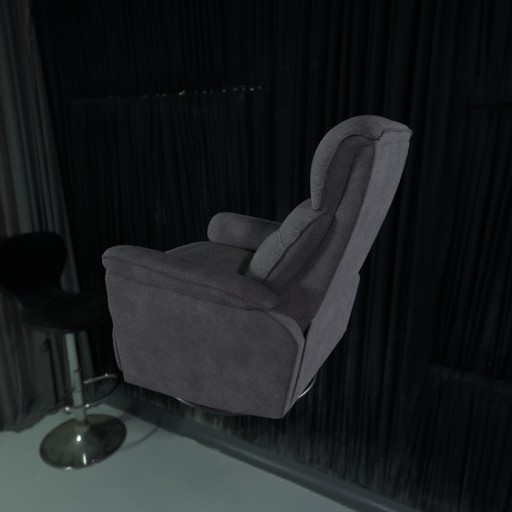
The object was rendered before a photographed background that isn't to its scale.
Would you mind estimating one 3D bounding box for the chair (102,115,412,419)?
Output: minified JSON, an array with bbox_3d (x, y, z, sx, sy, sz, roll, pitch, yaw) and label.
[{"bbox_3d":[0.000,0.000,1.729,1.009,1.035,0.830,8,18,26],"label":"chair"}]
